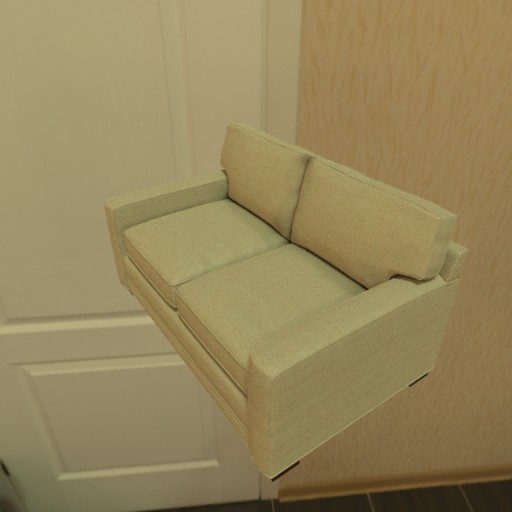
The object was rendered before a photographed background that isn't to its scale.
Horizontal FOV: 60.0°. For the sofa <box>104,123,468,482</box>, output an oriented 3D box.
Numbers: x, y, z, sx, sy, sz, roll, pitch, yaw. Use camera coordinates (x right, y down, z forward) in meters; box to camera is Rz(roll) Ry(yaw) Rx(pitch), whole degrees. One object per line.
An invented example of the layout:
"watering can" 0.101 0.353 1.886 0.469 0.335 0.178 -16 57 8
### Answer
"sofa" 0.000 0.000 2.083 0.942 0.853 1.484 -20 38 -29
